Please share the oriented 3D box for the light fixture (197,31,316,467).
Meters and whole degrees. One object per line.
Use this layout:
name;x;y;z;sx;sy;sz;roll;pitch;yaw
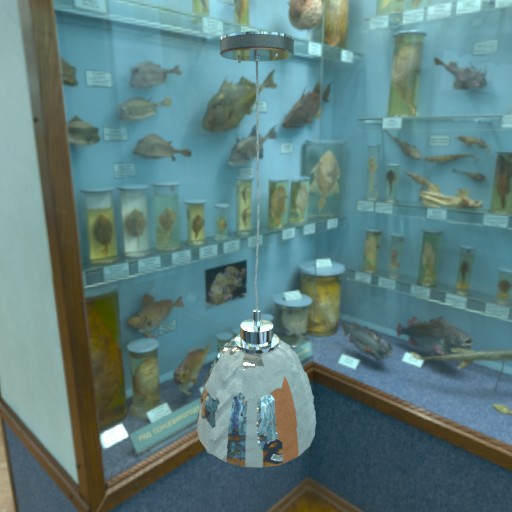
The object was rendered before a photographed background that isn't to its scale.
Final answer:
light fixture;0.000;0.000;1.692;0.500;1.511;0.496;-14;21;-42
